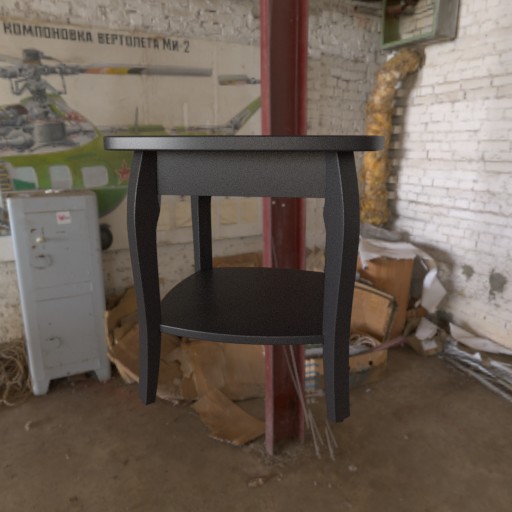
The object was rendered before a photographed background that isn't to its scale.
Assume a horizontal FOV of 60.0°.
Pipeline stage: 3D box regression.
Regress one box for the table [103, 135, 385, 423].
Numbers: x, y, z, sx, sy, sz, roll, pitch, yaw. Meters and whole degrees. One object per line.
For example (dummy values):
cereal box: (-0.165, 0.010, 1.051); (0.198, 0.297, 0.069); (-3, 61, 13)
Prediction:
table: (0.000, 0.000, 0.882); (0.457, 0.457, 0.508); (2, 15, 9)
